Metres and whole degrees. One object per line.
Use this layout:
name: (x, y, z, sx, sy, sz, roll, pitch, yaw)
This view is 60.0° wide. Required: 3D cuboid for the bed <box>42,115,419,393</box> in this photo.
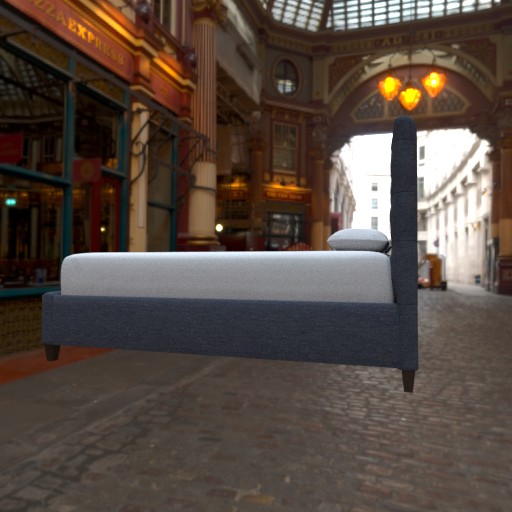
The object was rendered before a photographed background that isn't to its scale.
bed: (0.000, 0.000, 3.583, 2.387, 1.427, 2.078, 0, -1, 18)
